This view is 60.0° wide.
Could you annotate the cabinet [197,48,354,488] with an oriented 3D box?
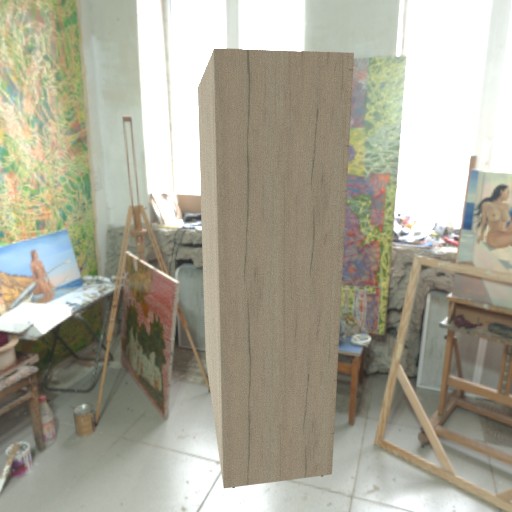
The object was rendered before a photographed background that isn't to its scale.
[{"bbox_3d":[0.000,0.000,2.706,0.580,2.070,1.400,-3,15,-10],"label":"cabinet"}]
